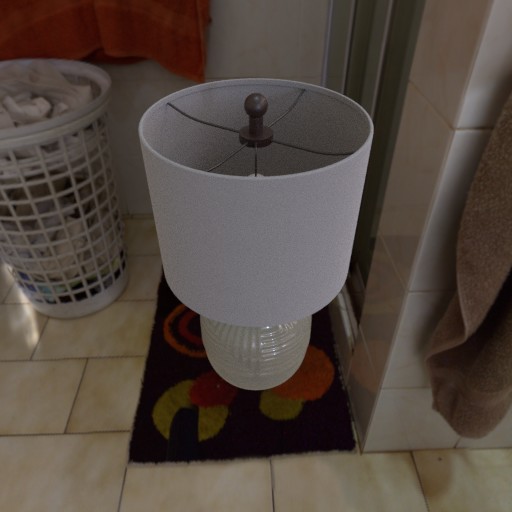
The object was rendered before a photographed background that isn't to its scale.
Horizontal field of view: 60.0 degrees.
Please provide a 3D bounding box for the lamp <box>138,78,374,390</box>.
[{"bbox_3d":[0.000,0.000,0.772,0.318,0.567,0.318,0,41,0],"label":"lamp"}]
